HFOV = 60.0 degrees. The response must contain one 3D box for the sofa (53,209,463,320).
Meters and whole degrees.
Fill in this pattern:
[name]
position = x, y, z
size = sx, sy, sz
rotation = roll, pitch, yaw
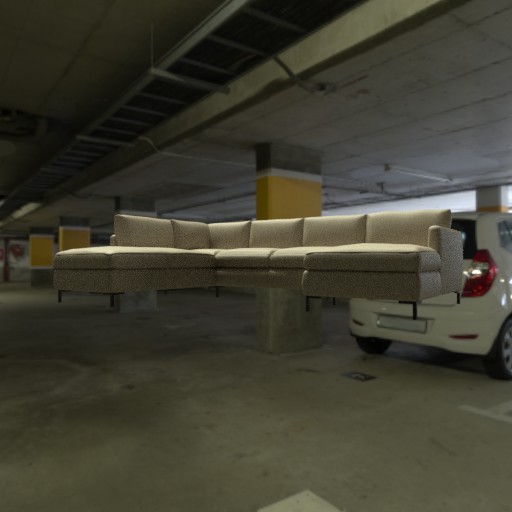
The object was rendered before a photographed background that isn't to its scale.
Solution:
[sofa]
position = 0.000, 0.000, 3.535
size = 2.737, 0.756, 1.879
rotation = 0, -1, 36
